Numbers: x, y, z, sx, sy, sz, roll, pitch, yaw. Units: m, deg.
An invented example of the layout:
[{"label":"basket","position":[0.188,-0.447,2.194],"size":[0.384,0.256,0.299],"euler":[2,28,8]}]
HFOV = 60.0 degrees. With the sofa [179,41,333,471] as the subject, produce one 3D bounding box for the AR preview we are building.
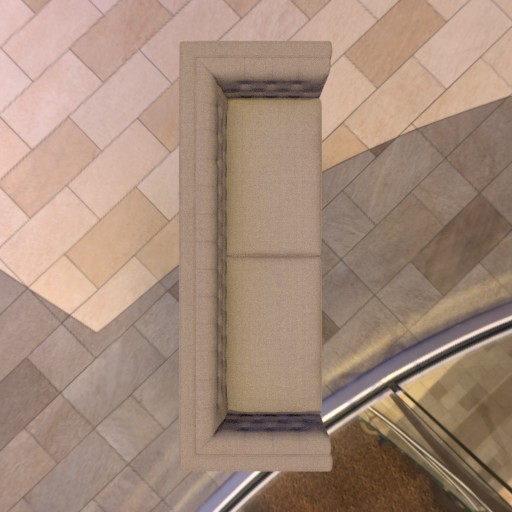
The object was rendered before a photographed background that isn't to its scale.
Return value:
[{"label":"sofa","position":[0.000,0.000,2.593],"size":[0.775,0.762,2.159],"euler":[0,90,0]}]
